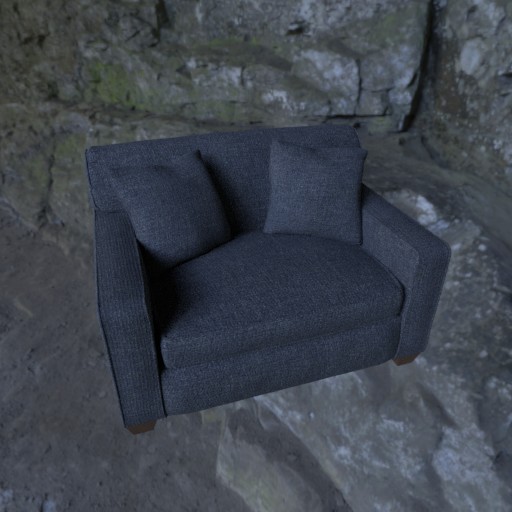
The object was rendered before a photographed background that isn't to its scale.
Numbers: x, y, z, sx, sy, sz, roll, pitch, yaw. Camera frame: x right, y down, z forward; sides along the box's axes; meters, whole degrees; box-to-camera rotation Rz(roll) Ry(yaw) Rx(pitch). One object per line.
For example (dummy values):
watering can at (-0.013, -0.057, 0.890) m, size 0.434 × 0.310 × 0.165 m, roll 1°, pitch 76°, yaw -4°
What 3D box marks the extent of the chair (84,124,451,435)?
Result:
chair at (0.000, 0.000, 2.054) m, size 1.383 × 0.948 × 1.000 m, roll -10°, pitch 32°, yaw -15°
